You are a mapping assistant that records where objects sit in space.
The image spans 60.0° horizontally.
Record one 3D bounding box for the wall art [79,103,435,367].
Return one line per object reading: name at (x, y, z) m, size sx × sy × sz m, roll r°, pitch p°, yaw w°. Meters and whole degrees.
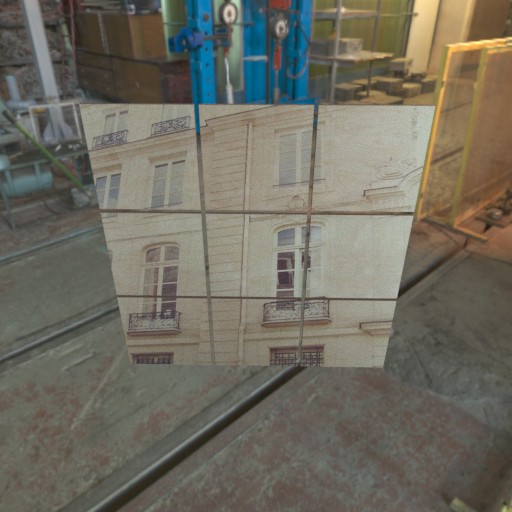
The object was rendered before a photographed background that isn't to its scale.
wall art at (0.000, 0.000, 1.839) m, size 1.221 × 1.218 × 0.024 m, roll 1°, pitch 31°, yaw 1°
